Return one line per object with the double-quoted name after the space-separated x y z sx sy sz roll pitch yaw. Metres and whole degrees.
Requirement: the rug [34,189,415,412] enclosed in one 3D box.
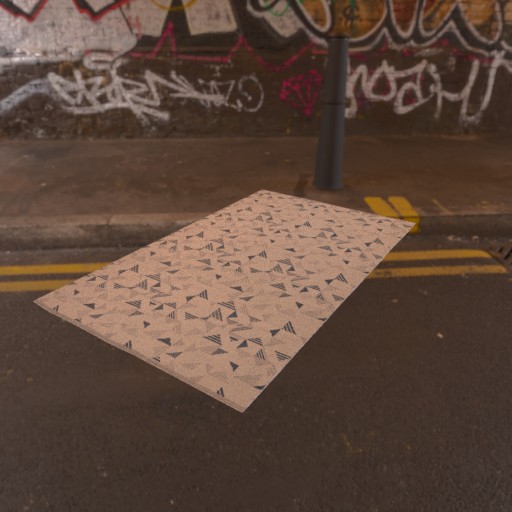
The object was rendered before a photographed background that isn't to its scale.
0.000 0.000 3.121 1.512 0.009 2.457 17 32 30 "rug"
